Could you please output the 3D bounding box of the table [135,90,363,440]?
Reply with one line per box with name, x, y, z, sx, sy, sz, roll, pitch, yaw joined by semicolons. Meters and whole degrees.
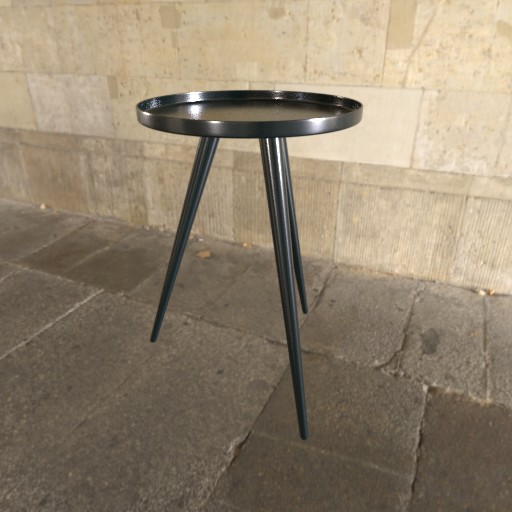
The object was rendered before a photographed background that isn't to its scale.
table;0.000;0.000;0.838;0.403;0.548;0.415;-9;28;-18
